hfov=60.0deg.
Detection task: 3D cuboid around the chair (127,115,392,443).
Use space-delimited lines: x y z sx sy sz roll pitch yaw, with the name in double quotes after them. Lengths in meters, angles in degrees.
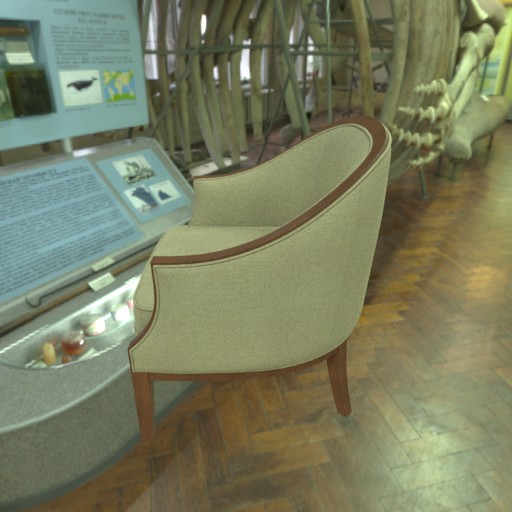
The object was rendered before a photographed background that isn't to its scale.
0.000 0.000 1.474 0.735 0.876 0.803 0 26 1 "chair"
